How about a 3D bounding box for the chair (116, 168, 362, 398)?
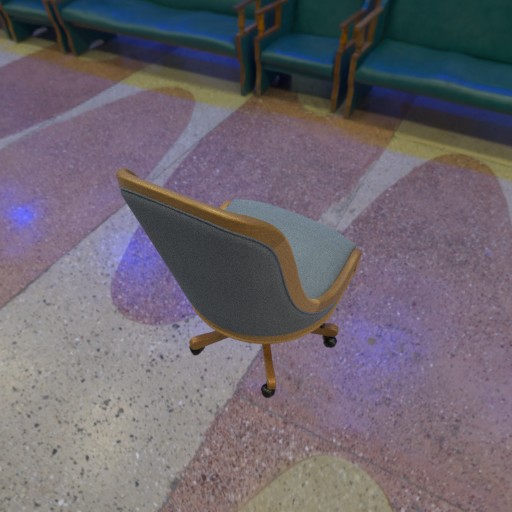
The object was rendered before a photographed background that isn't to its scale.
[{"bbox_3d":[0.000,0.000,1.483,0.605,1.031,0.735,23,51,20],"label":"chair"}]
